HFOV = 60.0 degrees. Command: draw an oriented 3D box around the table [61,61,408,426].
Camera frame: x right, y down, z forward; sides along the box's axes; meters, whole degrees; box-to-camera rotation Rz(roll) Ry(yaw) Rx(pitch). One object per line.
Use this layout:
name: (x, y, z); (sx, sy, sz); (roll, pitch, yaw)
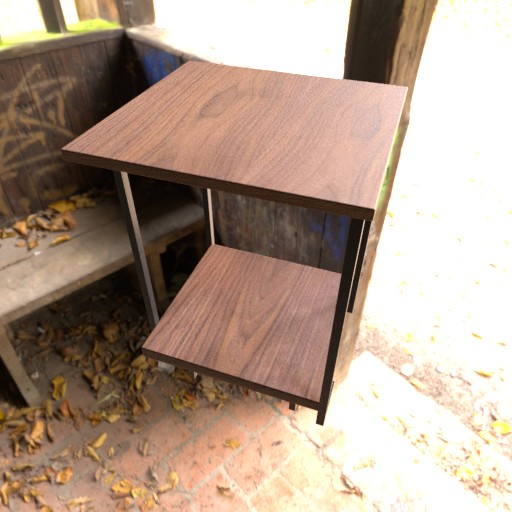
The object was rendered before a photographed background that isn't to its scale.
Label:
table: (0.000, 0.000, 0.853); (0.411, 0.567, 0.384); (13, 43, 15)
